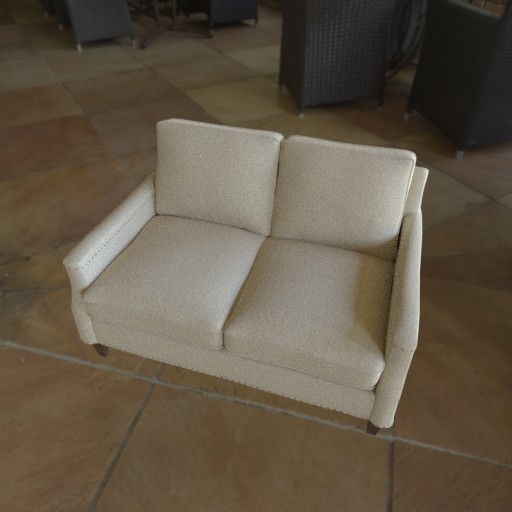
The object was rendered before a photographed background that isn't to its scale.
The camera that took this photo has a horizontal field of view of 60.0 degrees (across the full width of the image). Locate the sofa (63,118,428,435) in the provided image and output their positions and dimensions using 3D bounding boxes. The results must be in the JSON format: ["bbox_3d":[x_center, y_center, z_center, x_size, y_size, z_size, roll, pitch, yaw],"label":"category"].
[{"bbox_3d":[0.000,0.000,2.270,1.597,1.003,1.084,12,41,14],"label":"sofa"}]
